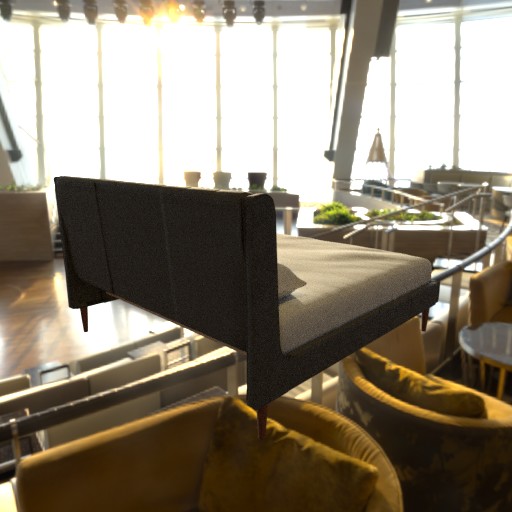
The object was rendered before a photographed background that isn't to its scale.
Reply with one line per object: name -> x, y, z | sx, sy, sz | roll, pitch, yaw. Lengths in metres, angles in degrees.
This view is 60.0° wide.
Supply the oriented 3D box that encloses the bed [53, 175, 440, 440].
bed -> 0.000, 0.000, 2.579 | 1.531, 0.933, 1.638 | 13, 18, 43
